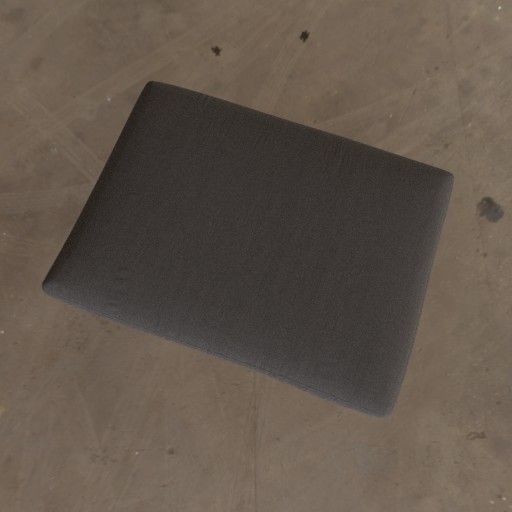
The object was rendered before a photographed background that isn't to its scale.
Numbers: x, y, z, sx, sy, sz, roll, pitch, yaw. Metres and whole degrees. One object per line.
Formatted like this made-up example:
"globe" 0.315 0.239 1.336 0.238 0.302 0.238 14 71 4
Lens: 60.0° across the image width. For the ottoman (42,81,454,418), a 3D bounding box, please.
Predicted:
"ottoman" 0.000 0.000 1.151 0.771 0.500 0.569 19 75 5
